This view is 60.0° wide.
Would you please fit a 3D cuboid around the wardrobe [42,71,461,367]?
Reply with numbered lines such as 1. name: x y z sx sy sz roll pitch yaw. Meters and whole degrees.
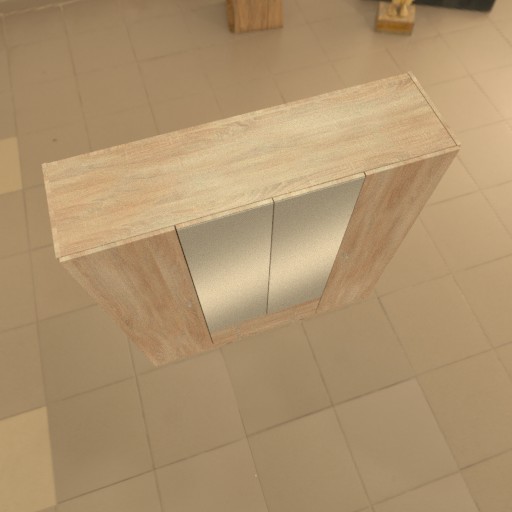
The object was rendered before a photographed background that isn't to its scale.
1. wardrobe: 0.000 0.000 3.137 1.998 2.159 0.598 -17 65 -8
